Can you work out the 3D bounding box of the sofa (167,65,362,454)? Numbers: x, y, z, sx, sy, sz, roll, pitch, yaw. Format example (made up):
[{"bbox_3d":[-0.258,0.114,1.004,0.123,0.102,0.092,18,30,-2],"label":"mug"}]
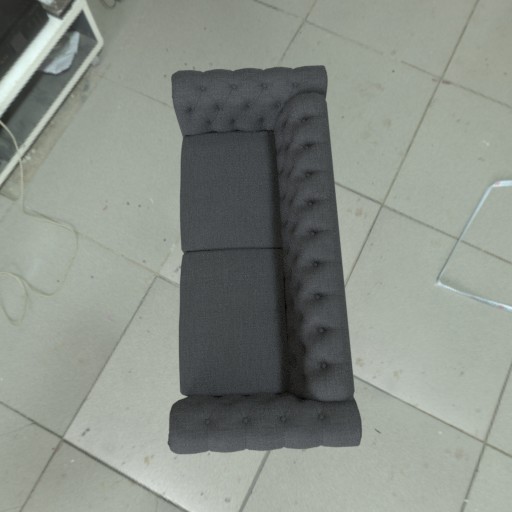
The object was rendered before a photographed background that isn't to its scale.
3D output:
[{"bbox_3d":[0.000,0.000,2.319,0.783,0.797,1.798,-2,75,-1],"label":"sofa"}]
